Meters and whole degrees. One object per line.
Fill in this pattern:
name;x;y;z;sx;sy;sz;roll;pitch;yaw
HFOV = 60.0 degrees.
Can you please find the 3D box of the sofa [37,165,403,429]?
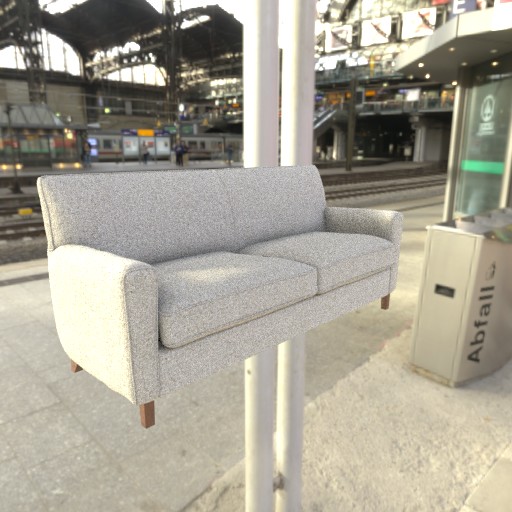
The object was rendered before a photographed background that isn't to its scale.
sofa;0.000;0.000;2.490;0.854;0.942;2.026;13;19;43
